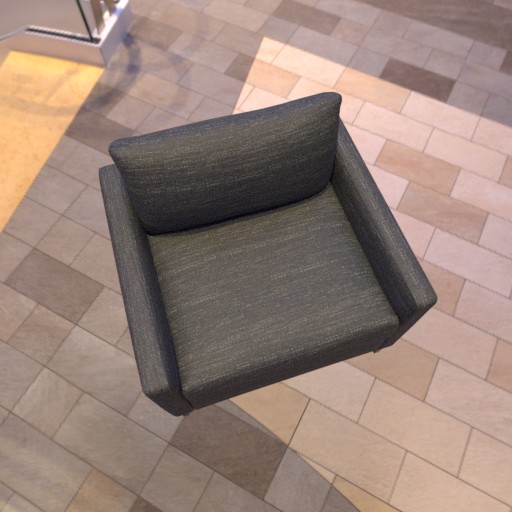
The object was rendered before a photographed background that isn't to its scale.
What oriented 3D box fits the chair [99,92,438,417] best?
[{"bbox_3d":[0.000,0.000,1.654,0.963,0.861,0.866,-16,64,-8],"label":"chair"}]
